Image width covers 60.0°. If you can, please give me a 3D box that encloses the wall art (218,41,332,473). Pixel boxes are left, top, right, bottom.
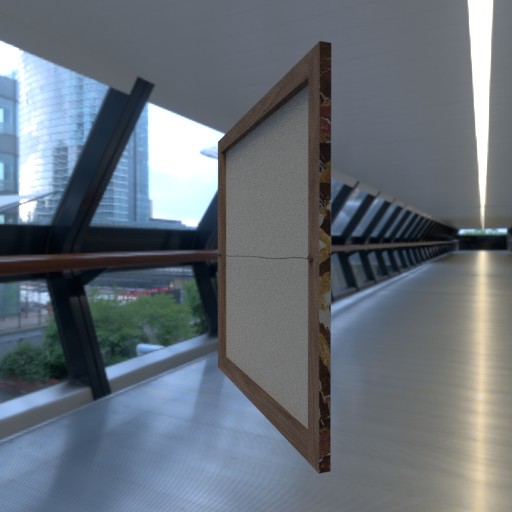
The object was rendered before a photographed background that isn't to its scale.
[{"bbox_3d":[0.000,0.000,1.141,0.028,0.762,0.757,0,1,-19],"label":"wall art"}]
